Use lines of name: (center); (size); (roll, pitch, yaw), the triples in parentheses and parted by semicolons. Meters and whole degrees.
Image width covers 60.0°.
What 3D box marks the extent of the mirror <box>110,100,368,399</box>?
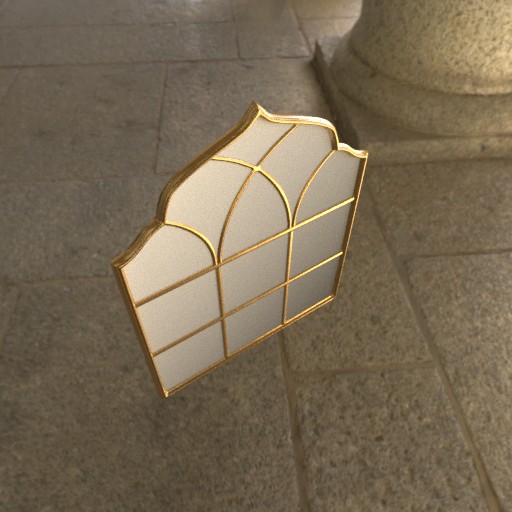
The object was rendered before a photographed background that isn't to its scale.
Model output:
mirror: (0.000, 0.000, 0.848); (0.513, 0.635, 0.018); (-27, 53, -22)
